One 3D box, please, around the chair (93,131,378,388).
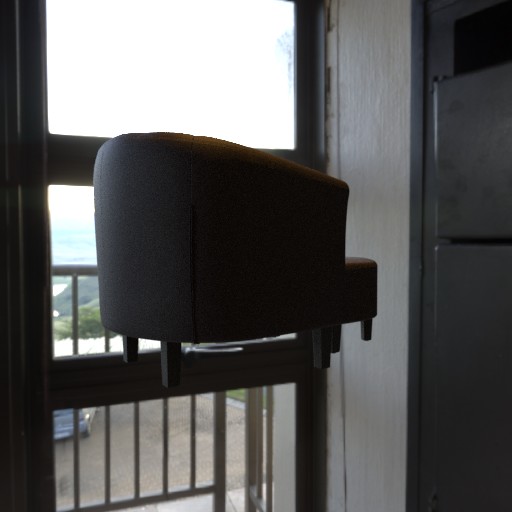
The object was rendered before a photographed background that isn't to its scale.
[{"bbox_3d":[0.000,0.000,1.723,1.191,0.760,0.763,-1,2,-36],"label":"chair"}]
